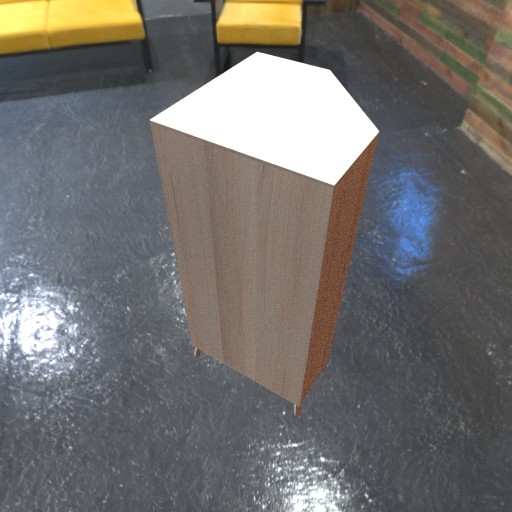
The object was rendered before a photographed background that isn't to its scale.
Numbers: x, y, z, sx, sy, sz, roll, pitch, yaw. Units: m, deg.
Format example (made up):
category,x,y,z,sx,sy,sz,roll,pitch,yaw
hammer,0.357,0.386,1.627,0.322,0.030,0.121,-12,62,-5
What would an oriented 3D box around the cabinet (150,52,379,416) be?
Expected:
category,x,y,z,sx,sy,sz,roll,pitch,yaw
cabinet,0.000,0.000,2.746,0.969,1.957,1.272,-9,47,-9
